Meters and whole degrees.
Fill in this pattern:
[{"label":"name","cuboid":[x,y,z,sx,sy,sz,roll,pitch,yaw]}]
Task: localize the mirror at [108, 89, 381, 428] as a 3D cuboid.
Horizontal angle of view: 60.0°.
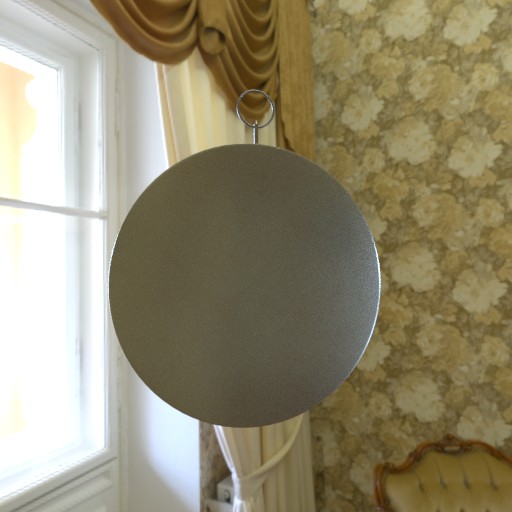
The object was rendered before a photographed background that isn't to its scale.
[{"label":"mirror","cuboid":[0.000,0.000,0.941,0.594,0.713,0.020,1,-2,-17]}]
